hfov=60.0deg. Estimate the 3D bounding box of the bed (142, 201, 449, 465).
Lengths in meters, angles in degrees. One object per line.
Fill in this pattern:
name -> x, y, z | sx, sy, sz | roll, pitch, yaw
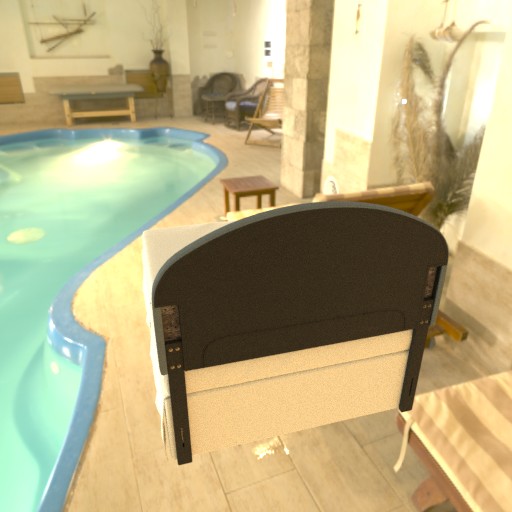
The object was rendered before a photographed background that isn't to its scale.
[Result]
bed -> 0.000, 0.000, 3.129 | 1.607, 1.410, 2.005 | -7, 27, -14
